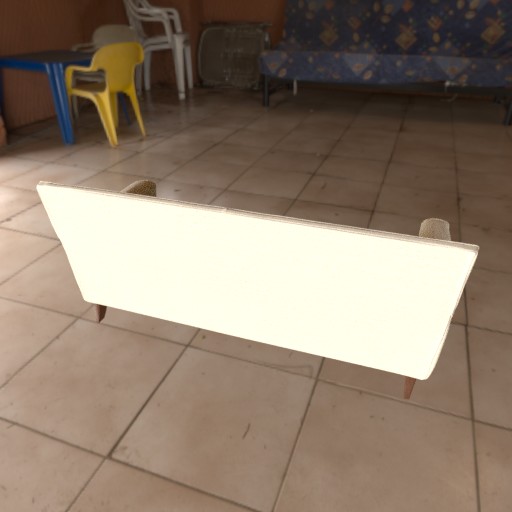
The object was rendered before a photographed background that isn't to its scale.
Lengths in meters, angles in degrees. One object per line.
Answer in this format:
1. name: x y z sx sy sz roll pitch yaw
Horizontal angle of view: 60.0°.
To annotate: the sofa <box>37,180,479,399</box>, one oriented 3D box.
1. sofa: 0.000 0.000 2.440 2.001 0.907 0.841 10 32 16
